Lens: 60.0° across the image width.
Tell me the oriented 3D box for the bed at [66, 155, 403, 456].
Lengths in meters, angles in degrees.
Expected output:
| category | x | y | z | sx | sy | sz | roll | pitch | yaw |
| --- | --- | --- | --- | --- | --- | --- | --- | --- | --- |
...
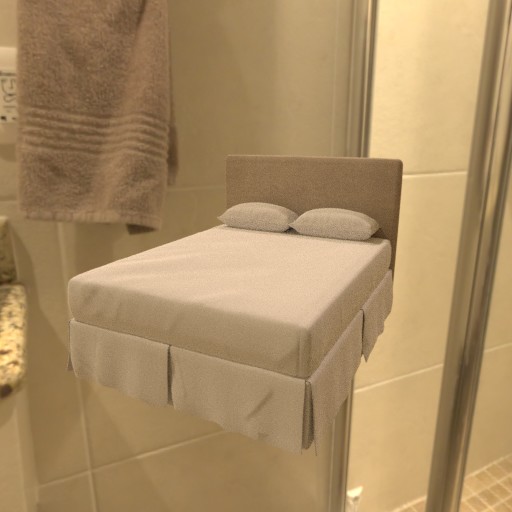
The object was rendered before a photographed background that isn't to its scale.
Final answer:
| category | x | y | z | sx | sy | sz | roll | pitch | yaw |
| --- | --- | --- | --- | --- | --- | --- | --- | --- | --- |
| bed | 0.000 | 0.000 | 3.223 | 1.713 | 1.330 | 2.162 | 8 | 17 | 26 |
